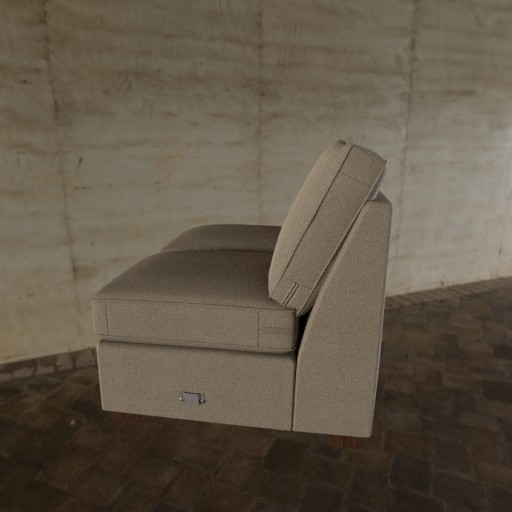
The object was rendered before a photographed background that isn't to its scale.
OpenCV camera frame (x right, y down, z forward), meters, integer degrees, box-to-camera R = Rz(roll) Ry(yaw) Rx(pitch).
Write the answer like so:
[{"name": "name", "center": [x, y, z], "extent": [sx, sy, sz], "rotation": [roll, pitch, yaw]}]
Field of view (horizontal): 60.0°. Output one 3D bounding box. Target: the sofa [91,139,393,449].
[{"name": "sofa", "center": [0.000, 0.000, 1.983], "extent": [0.978, 1.006, 1.232], "rotation": [2, 15, 9]}]
